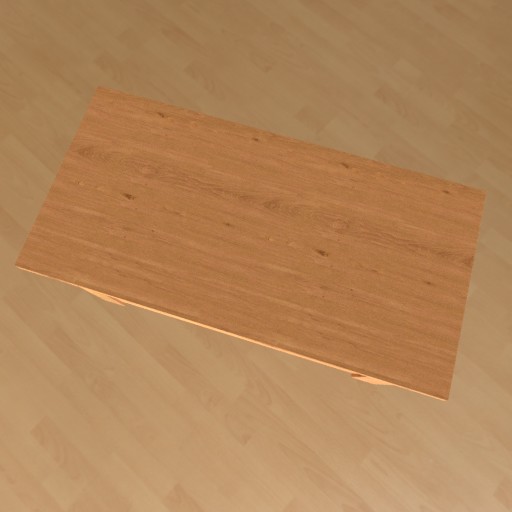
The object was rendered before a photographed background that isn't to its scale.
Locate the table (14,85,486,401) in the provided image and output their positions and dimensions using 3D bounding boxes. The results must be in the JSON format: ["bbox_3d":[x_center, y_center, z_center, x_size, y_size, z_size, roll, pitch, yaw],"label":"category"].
[{"bbox_3d":[0.000,0.000,1.148,0.899,0.452,0.450,17,75,4],"label":"table"}]
